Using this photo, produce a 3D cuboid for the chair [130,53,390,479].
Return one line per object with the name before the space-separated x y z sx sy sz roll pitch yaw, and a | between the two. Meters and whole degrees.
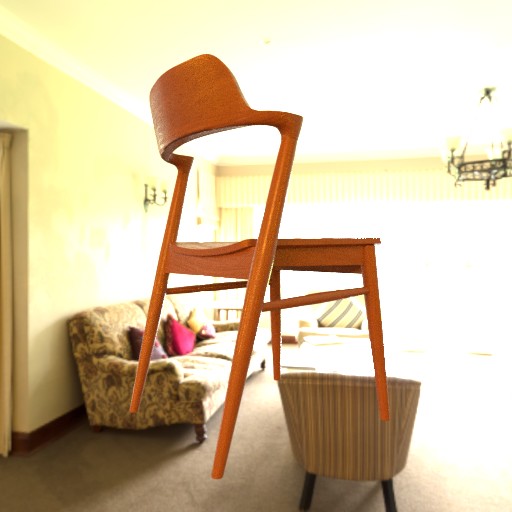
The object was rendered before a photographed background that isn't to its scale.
chair | 0.000 0.000 1.113 0.499 0.801 0.496 0 0 -36
